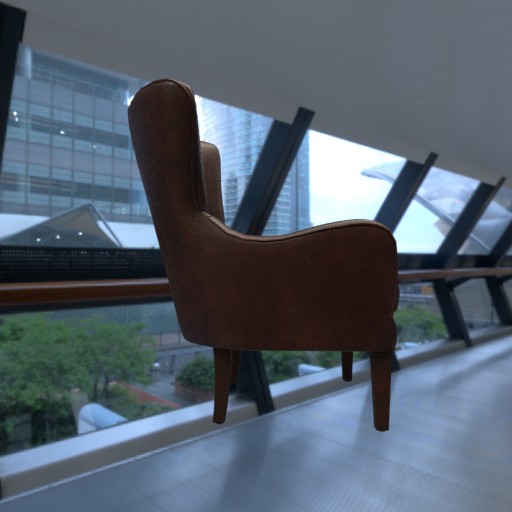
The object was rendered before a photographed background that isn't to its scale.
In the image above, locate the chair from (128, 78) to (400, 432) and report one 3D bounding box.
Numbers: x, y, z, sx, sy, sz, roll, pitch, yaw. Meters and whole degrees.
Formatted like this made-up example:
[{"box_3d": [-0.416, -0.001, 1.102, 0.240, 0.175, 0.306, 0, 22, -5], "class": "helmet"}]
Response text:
[{"box_3d": [0.000, 0.000, 1.628, 0.914, 1.048, 0.692, 0, -2, 2], "class": "chair"}]
